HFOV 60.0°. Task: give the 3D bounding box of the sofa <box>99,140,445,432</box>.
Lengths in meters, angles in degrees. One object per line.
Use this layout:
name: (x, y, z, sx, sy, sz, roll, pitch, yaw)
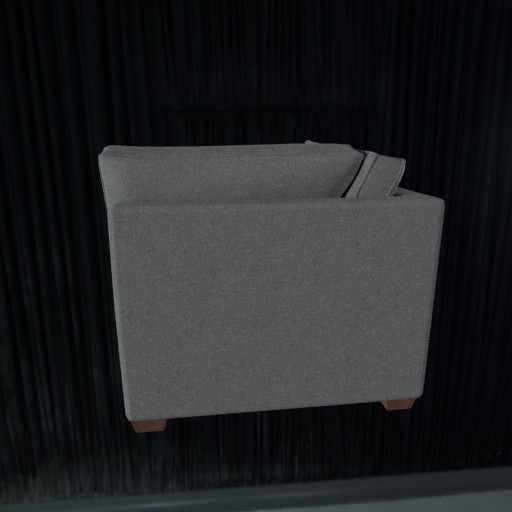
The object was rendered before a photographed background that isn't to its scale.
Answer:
sofa: (0.000, 0.000, 2.004, 1.146, 1.002, 1.084, -2, 16, -8)
